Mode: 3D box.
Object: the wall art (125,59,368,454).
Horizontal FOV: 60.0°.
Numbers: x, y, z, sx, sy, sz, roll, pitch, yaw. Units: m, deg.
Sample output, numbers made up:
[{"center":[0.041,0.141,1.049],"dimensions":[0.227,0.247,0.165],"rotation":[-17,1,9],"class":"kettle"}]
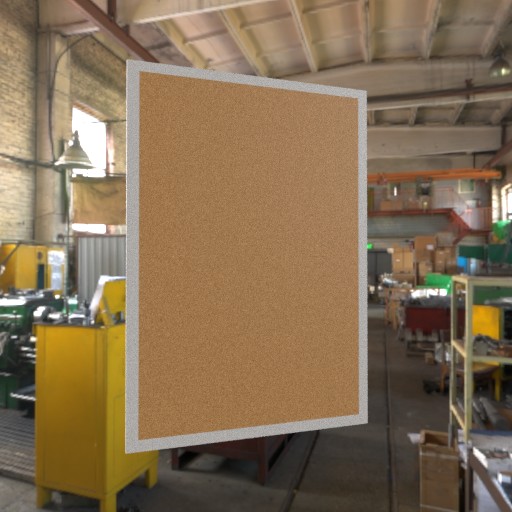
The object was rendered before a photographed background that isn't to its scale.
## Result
[{"center":[0.000,0.000,0.811],"dimensions":[0.456,0.656,0.013],"rotation":[0,-1,-18],"class":"wall art"}]
